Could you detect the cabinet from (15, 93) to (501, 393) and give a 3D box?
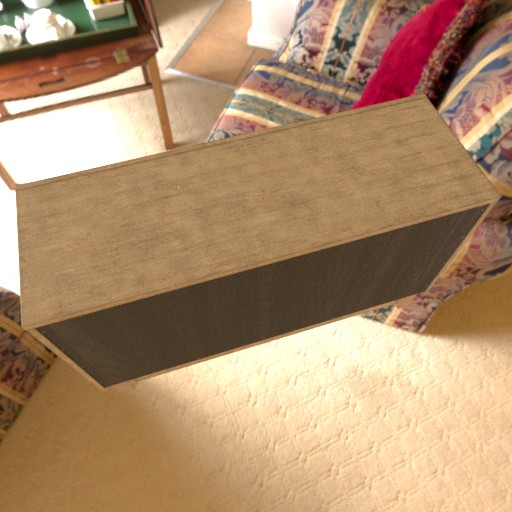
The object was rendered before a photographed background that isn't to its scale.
[{"bbox_3d":[0.000,0.000,1.763,1.460,0.825,0.511,-15,61,-9],"label":"cabinet"}]
